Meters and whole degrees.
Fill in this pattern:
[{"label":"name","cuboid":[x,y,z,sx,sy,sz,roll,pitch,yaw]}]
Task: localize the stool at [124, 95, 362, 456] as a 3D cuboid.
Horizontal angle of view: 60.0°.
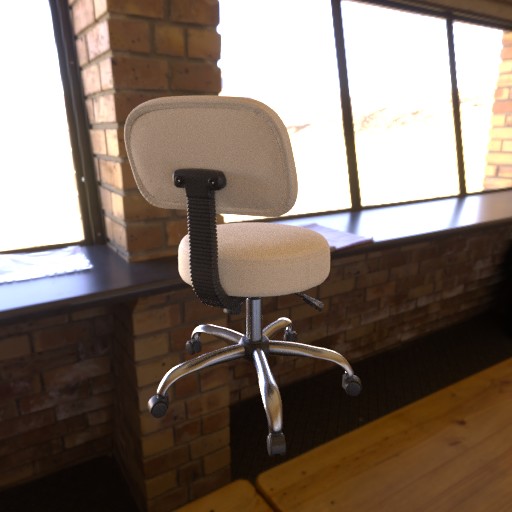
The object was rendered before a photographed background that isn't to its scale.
[{"label":"stool","cuboid":[0.000,0.000,1.241,0.609,0.810,0.616,8,18,25]}]
